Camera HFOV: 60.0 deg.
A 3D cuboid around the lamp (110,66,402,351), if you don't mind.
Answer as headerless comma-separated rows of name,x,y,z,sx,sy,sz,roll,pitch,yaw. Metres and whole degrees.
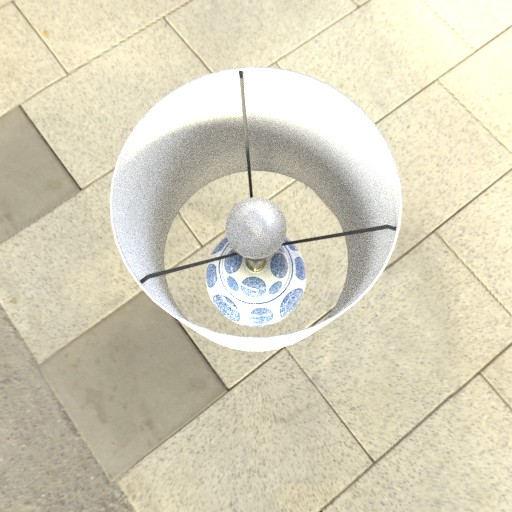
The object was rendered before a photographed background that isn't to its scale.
lamp,0.000,0.000,0.511,0.215,0.381,0.215,-39,79,-9
